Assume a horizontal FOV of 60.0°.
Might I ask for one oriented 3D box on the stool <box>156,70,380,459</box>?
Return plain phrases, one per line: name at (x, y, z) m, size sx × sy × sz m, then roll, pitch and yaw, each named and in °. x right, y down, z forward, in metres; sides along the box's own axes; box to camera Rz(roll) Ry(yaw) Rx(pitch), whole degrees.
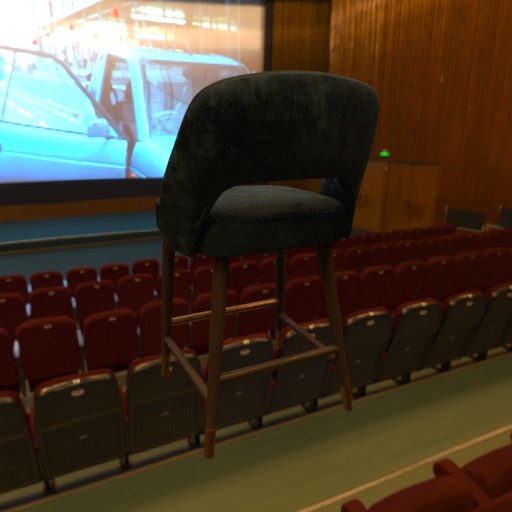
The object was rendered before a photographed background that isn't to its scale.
stool at (0.000, 0.000, 1.250) m, size 0.536 × 0.925 × 0.524 m, roll -8°, pitch 19°, yaw -25°
